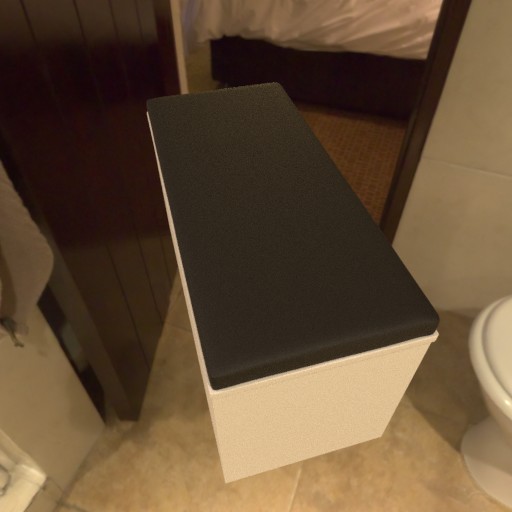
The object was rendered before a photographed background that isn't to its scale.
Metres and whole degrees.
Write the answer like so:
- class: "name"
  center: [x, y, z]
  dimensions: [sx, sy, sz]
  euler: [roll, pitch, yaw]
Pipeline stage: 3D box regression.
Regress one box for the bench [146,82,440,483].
- class: "bench"
  center: [0.000, 0.000, 1.166]
  dimensions: [0.401, 0.500, 0.899]
  euler: [-12, 48, -11]
